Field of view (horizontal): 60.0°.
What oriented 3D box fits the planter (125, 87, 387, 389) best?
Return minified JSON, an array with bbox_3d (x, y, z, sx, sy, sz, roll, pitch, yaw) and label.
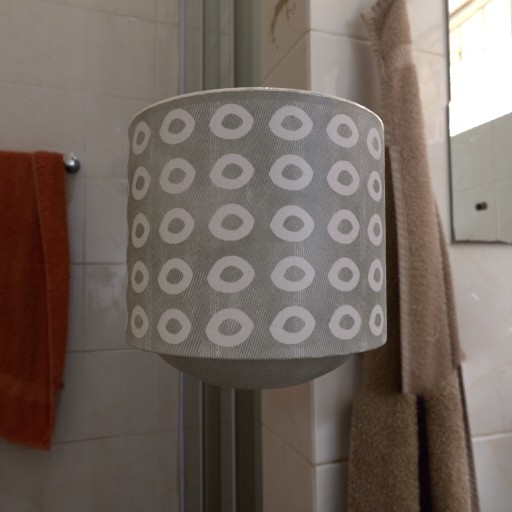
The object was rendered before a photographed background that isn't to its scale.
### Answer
[{"bbox_3d":[0.000,0.000,0.338,0.190,0.181,0.190,0,-2,0],"label":"planter"}]
